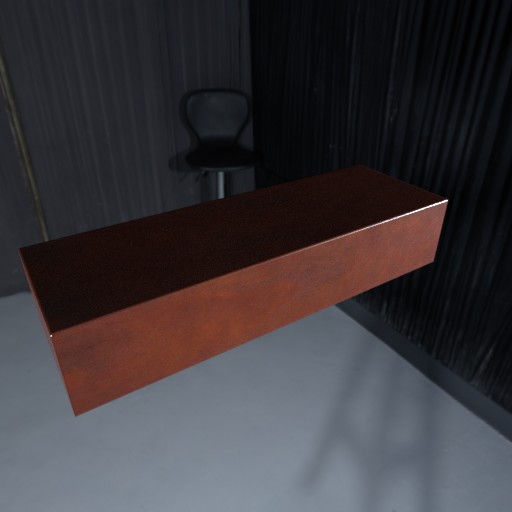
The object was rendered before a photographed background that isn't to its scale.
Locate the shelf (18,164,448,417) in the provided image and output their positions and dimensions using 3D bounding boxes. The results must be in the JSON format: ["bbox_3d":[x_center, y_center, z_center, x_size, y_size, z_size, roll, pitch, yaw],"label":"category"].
[{"bbox_3d":[0.000,0.000,0.508,0.457,0.088,0.152,-18,35,-28],"label":"shelf"}]
